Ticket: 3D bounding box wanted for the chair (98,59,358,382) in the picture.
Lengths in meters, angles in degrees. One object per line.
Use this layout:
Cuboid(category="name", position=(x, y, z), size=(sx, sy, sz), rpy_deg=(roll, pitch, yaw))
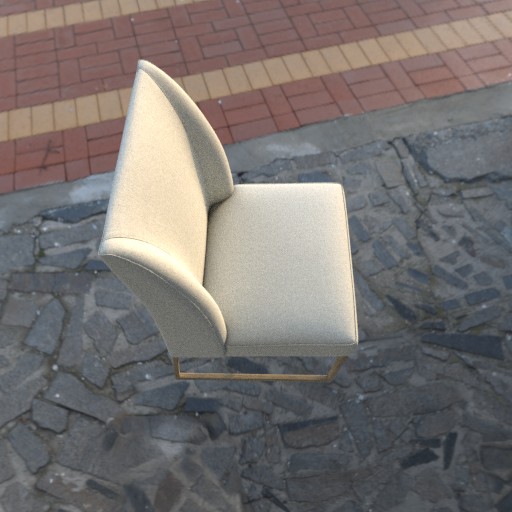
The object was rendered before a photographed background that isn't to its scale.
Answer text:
Cuboid(category="chair", position=(0.000, 0.000, 1.189), size=(0.522, 0.863, 0.508), rpy_deg=(1, 62, 0))
